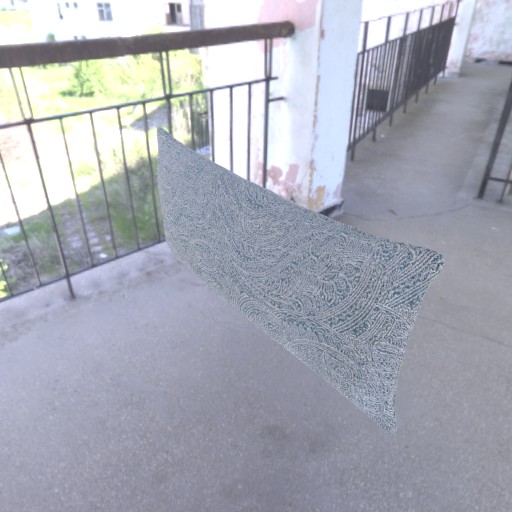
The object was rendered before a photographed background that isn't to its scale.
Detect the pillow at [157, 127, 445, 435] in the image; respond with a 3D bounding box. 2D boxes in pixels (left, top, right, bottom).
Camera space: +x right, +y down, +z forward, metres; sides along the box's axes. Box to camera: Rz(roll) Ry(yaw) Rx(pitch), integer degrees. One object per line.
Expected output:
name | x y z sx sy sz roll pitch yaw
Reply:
pillow | 0.000 0.000 0.733 0.151 0.295 0.615 -23 38 -32
